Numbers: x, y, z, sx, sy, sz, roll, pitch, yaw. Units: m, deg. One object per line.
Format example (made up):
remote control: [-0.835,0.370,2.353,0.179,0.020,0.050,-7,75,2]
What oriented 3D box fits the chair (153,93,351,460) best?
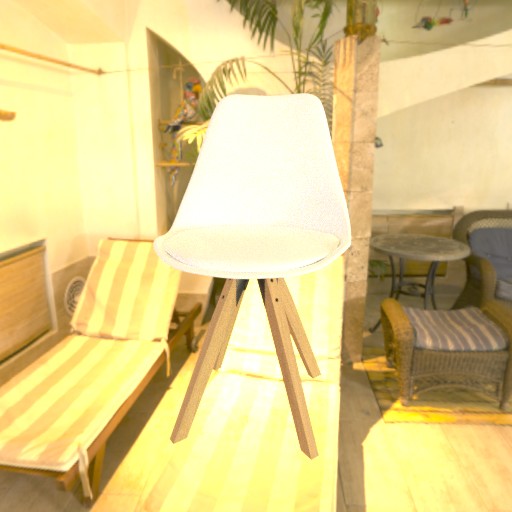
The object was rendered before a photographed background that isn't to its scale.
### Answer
chair: [0.000,0.000,1.163,0.485,0.849,0.550,2,15,9]
